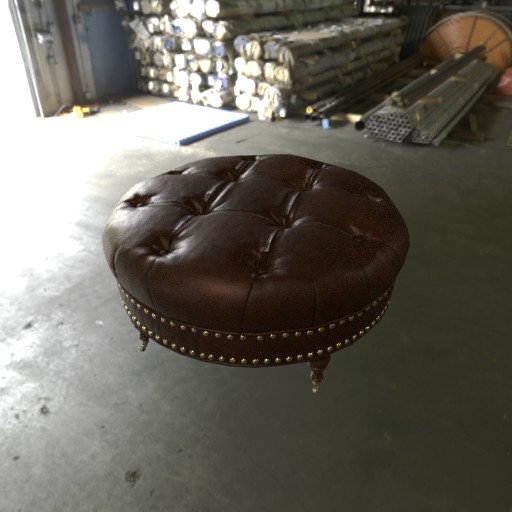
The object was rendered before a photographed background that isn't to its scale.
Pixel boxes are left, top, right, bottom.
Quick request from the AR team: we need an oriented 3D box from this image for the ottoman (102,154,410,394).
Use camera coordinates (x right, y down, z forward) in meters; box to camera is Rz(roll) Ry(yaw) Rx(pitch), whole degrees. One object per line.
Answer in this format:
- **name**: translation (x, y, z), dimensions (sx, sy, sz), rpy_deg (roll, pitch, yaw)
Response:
- **ottoman**: translation (0.000, 0.000, 1.401), dimensions (0.901, 0.455, 0.901), rpy_deg (0, 32, 0)
